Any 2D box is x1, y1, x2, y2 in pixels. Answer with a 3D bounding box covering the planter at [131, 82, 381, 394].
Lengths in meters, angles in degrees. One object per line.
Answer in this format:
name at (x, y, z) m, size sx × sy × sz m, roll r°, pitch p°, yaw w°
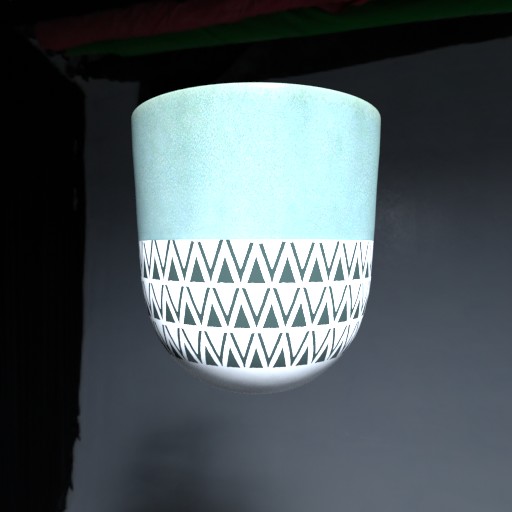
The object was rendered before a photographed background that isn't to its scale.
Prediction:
planter at (0.000, 0.000, 0.368) m, size 0.198 × 0.214 × 0.198 m, roll 0°, pitch 1°, yaw 0°
